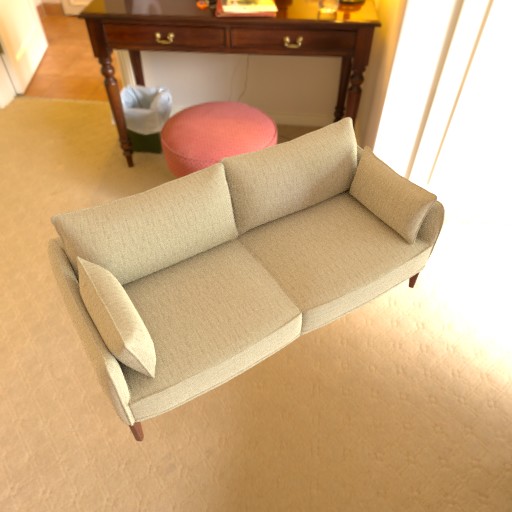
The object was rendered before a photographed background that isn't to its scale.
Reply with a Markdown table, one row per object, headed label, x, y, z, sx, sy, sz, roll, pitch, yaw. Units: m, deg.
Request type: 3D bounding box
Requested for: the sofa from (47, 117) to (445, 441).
| label | x | y | z | sx | sy | sz | roll | pitch | yaw |
| --- | --- | --- | --- | --- | --- | --- | --- | --- | --- |
| sofa | 0.000 | 0.000 | 2.472 | 1.989 | 0.860 | 0.991 | -24 | 51 | -21 |
